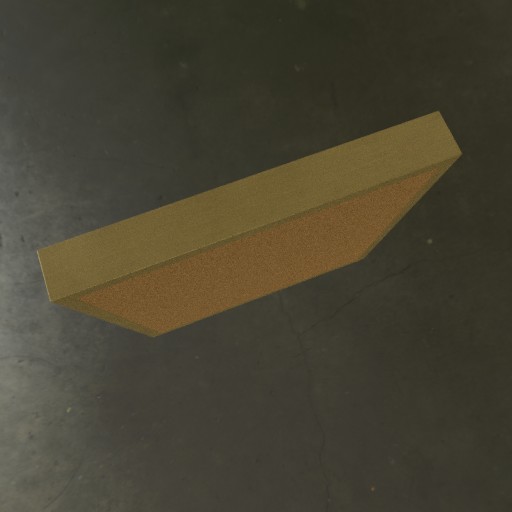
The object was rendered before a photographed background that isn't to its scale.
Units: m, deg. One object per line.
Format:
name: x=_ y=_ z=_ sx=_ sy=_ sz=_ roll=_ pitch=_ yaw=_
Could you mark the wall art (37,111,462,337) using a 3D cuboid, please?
wall art: x=0.000 y=0.000 z=0.458 sx=0.305 sy=0.305 sz=0.038 roll=-20 pitch=76 yaw=-5
